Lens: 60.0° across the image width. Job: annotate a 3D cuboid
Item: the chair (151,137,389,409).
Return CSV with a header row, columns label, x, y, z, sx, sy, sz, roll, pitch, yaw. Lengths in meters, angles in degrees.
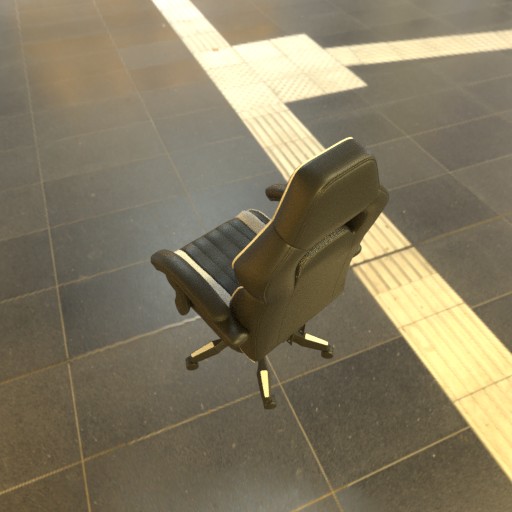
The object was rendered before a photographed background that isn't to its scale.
label,x,y,z,sx,sy,sz,roll,pitch,yaw
chair,0.000,0.000,1.678,0.676,1.200,0.700,-34,56,-27
